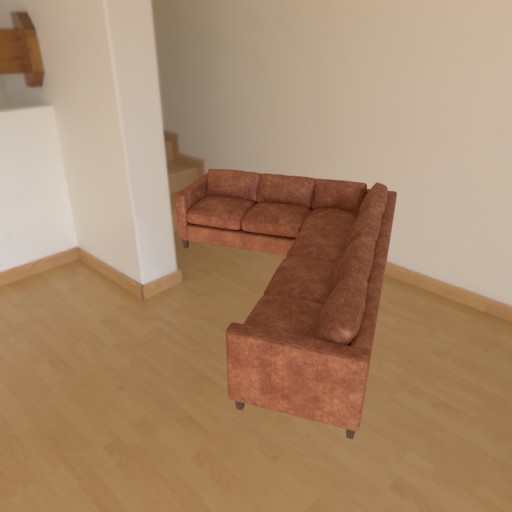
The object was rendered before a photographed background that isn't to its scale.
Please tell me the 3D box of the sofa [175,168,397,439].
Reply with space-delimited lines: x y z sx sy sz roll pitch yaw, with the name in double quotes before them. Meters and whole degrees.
"sofa" 0.000 0.000 4.340 2.438 0.838 3.150 9 28 16
